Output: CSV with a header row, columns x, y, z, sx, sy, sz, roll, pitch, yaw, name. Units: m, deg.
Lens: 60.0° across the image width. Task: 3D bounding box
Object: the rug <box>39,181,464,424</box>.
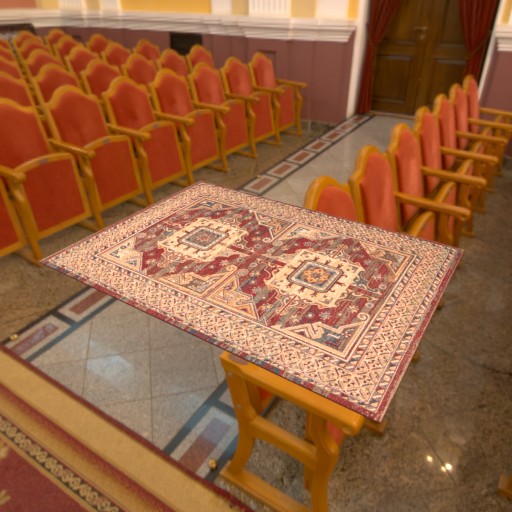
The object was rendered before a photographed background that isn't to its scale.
x,y,z,sx,sy,sz,roll,pitch,yaw,name
0.000,0.000,2.837,2.210,0.011,1.599,19,36,28,rug
